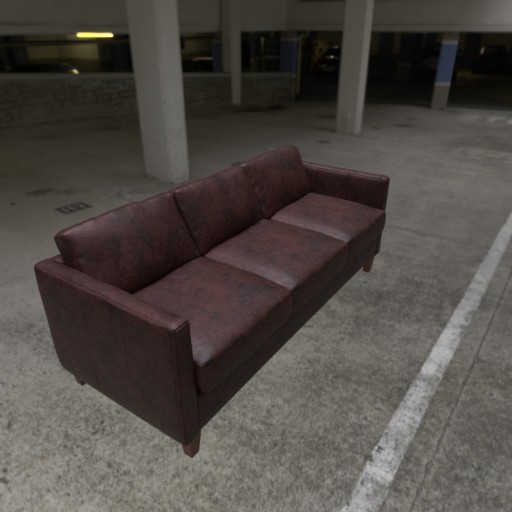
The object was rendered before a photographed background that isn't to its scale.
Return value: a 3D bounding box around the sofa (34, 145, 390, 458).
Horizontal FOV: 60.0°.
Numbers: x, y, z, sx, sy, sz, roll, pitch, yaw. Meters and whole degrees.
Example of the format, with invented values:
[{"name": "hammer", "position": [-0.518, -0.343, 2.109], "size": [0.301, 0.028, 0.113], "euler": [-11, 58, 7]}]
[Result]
[{"name": "sofa", "position": [0.000, 0.000, 2.983], "size": [1.045, 1.006, 2.464], "euler": [18, 32, 30]}]
